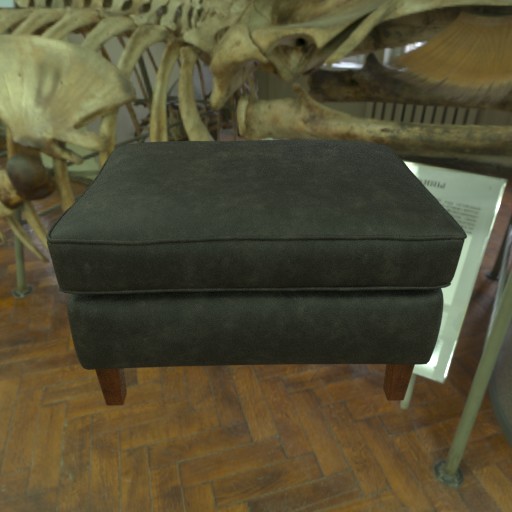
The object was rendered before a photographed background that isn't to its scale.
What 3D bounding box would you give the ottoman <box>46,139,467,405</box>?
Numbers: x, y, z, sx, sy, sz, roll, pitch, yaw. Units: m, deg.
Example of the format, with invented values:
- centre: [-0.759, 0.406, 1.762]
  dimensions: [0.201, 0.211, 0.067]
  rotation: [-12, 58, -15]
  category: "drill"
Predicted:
- centre: [0.000, 0.000, 0.951]
  dimensions: [0.665, 0.413, 0.501]
  rotation: [-1, 31, -1]
  category: "ottoman"
